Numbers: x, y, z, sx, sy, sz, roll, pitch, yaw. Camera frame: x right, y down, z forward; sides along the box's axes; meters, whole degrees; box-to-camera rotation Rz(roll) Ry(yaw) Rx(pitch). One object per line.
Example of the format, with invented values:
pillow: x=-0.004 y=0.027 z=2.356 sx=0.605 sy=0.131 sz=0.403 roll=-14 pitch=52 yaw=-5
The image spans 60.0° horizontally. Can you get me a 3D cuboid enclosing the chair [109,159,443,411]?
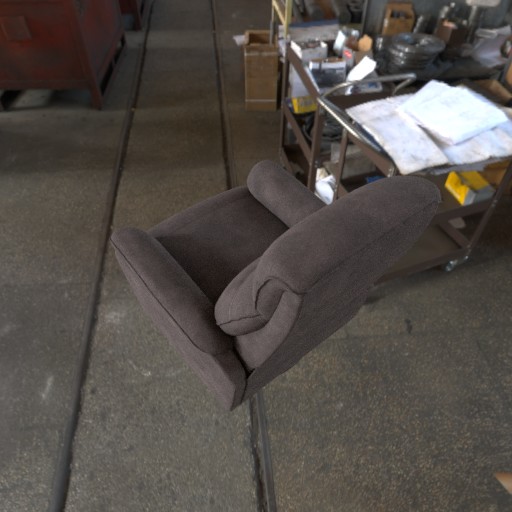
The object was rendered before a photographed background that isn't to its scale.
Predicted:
chair: x=0.000 y=0.000 z=1.714 sx=0.830 sy=1.035 sz=1.009 roll=-31 pitch=54 yaw=-26
